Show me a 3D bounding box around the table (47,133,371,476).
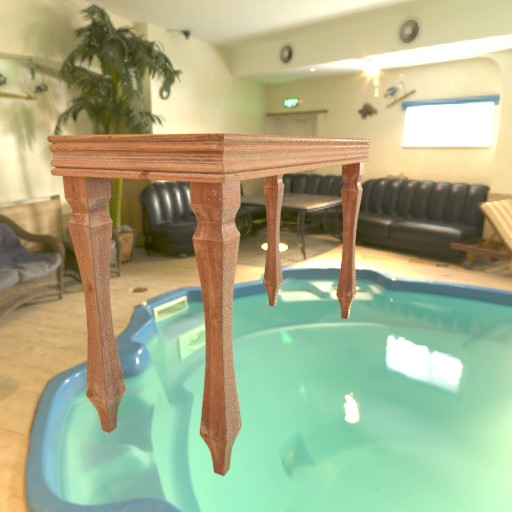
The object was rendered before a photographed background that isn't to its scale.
[{"bbox_3d":[0.000,0.000,1.694,0.522,0.873,1.330,7,16,26],"label":"table"}]
